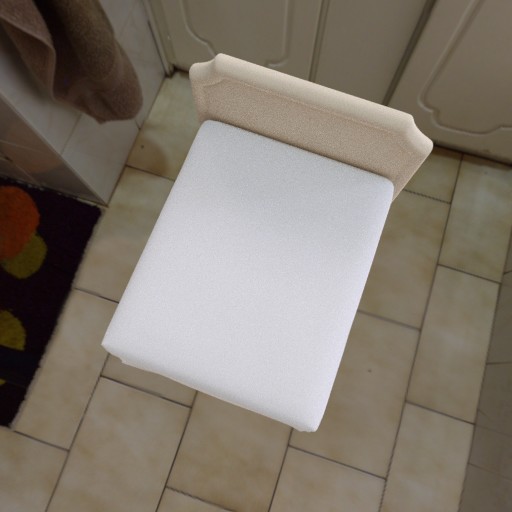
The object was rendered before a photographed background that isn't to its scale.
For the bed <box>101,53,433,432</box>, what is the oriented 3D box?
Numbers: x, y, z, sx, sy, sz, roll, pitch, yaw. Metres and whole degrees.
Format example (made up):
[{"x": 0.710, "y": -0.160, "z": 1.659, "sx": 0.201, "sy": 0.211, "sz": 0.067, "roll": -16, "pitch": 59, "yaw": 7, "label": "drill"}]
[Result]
[{"x": 0.000, "y": 0.000, "z": 3.294, "sx": 1.827, "sy": 1.296, "sz": 2.209, "roll": 20, "pitch": 76, "yaw": 5, "label": "bed"}]
